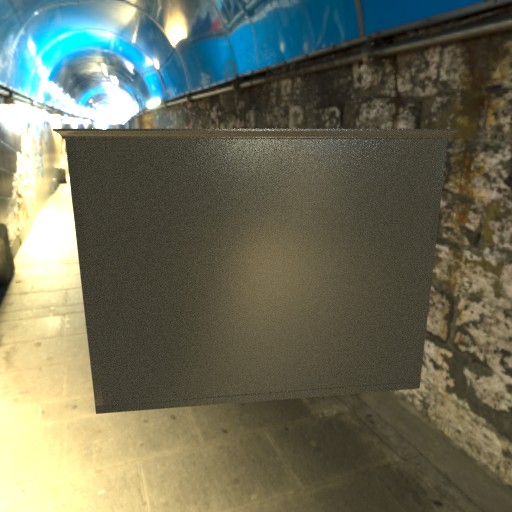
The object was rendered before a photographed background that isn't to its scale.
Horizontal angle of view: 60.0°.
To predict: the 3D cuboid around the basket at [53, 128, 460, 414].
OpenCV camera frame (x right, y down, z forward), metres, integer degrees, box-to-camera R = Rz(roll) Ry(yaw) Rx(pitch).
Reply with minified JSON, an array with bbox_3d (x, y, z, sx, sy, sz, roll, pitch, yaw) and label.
[{"bbox_3d":[0.000,0.000,1.090,0.780,0.600,0.350,-2,16,-7],"label":"basket"}]
